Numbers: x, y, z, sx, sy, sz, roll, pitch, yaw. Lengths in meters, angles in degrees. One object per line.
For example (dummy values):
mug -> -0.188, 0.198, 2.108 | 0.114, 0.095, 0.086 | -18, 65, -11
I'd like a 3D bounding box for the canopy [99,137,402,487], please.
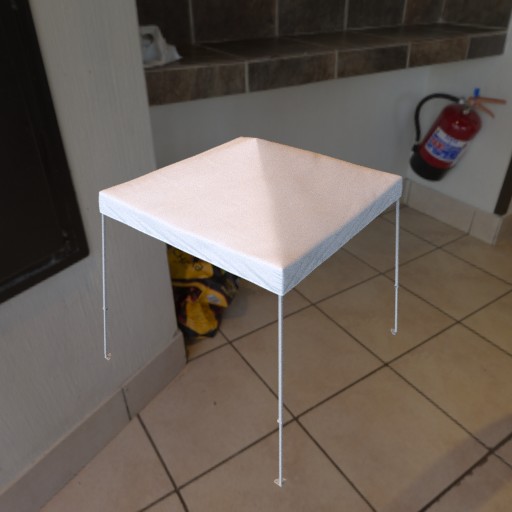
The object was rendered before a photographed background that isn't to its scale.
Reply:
canopy -> 0.000, 0.000, 5.283 | 2.848, 2.849, 2.849 | 23, 39, 31
